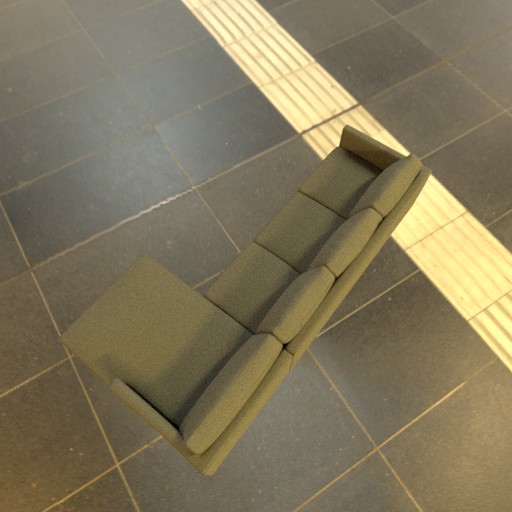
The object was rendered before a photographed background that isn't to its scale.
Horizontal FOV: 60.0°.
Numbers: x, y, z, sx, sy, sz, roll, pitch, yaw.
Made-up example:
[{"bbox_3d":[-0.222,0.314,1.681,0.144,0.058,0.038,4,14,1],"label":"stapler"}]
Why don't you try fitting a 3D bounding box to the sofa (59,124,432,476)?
[{"bbox_3d":[0.000,0.000,3.912,1.625,0.861,3.186,35,68,16],"label":"sofa"}]
